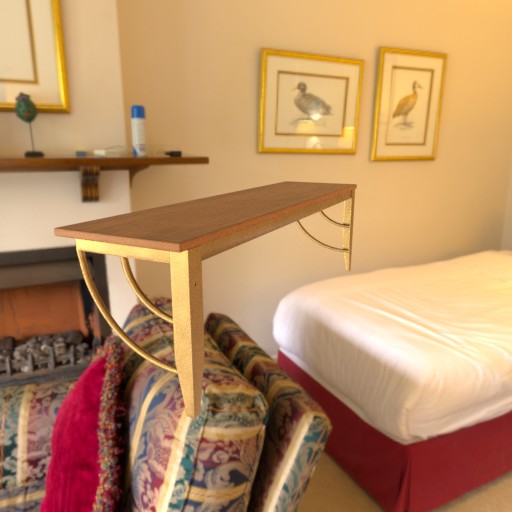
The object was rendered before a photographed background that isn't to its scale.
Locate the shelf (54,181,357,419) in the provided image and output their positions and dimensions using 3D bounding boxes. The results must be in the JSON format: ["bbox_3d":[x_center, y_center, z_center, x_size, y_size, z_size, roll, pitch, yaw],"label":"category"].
[{"bbox_3d":[0.000,0.000,0.738,0.166,0.190,0.636,7,16,26],"label":"shelf"}]
